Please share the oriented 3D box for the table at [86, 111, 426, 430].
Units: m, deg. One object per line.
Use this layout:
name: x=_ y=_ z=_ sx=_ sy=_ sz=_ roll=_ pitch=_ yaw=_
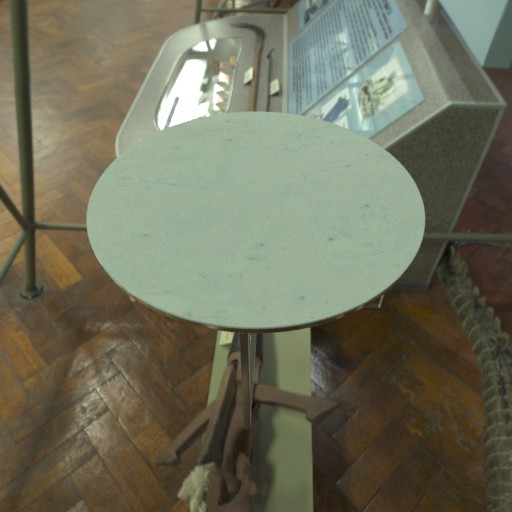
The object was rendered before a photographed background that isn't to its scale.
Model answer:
table: x=0.000 y=0.000 z=1.242 sx=0.800 sy=0.450 sz=0.800 roll=0 pitch=46 yaw=0
